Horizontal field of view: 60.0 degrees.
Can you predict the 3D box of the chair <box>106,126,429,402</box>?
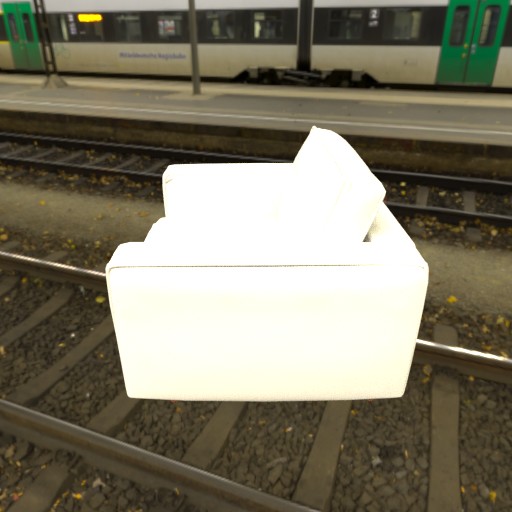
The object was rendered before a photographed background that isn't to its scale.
[{"bbox_3d":[0.000,0.000,1.534,0.843,0.773,0.928,0,27,0],"label":"chair"}]
